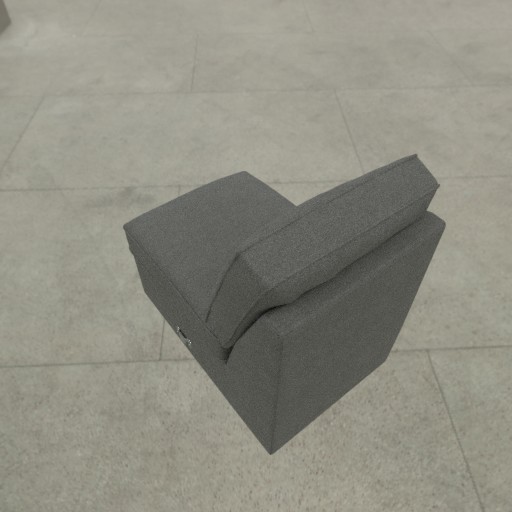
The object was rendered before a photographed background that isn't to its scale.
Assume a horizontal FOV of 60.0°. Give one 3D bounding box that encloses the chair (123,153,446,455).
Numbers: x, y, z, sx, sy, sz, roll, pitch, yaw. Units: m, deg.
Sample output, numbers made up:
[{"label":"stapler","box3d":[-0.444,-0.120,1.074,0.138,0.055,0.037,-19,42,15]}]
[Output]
[{"label":"chair","box3d":[0.000,0.000,1.573,0.621,0.970,0.938,-30,53,-25]}]
